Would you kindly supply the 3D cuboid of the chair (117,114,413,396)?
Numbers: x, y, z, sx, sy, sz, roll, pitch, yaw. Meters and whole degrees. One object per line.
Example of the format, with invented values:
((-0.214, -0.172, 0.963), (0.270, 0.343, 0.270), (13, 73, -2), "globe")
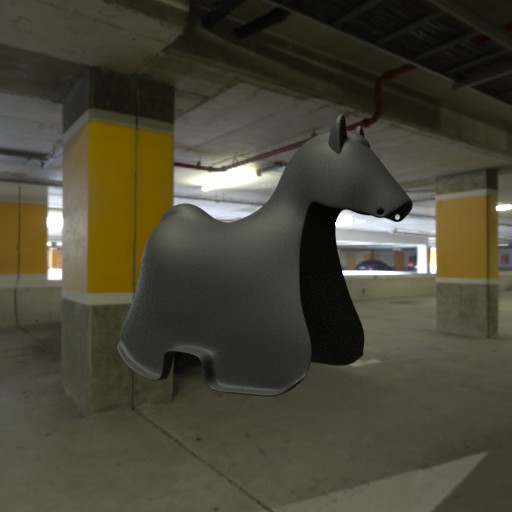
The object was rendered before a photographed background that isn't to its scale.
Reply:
((0.000, 0.000, 1.161), (0.800, 0.612, 0.429), (-1, -1, 36), "chair")
